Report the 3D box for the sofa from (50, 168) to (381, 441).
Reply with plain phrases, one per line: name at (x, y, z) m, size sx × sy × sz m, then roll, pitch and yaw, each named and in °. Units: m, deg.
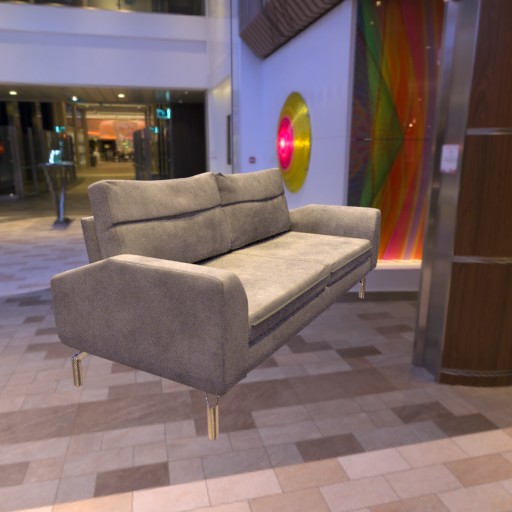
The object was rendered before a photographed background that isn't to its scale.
sofa at (0.000, 0.000, 2.331) m, size 0.849 × 0.859 × 1.837 m, roll 8°, pitch 16°, yaw 29°
